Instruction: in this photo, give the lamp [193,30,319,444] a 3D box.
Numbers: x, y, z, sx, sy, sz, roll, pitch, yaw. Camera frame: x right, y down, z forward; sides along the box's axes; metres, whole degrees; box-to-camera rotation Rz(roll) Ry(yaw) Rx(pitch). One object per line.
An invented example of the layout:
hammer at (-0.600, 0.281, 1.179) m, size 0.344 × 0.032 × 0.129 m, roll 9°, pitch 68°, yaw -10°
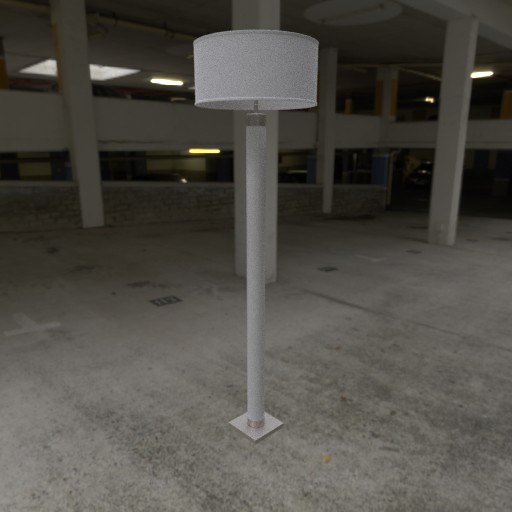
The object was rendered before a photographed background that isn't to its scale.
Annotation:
lamp at (0.000, 0.000, 1.666) m, size 0.420 × 1.475 × 0.420 m, roll -13°, pitch 19°, yaw -42°
